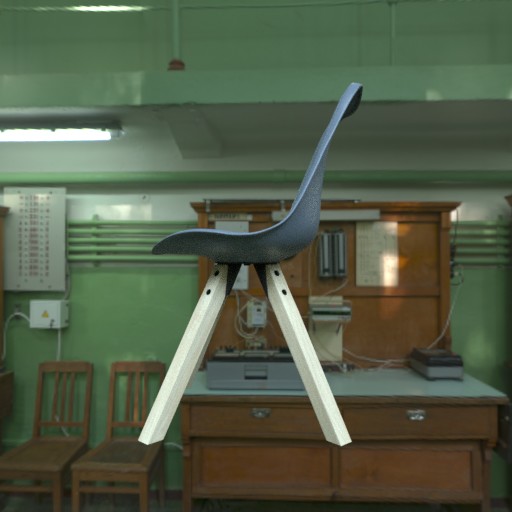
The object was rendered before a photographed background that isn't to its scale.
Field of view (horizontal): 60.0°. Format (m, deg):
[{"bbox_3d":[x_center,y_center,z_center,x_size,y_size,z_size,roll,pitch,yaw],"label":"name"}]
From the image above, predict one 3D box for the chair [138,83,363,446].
[{"bbox_3d":[0.000,0.000,1.211,0.550,0.850,0.485,0,0,1],"label":"chair"}]
